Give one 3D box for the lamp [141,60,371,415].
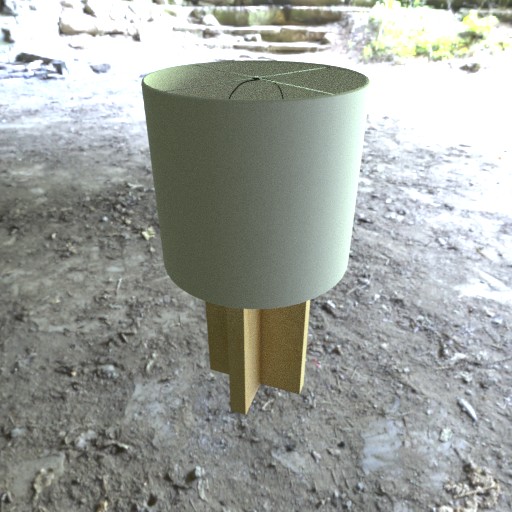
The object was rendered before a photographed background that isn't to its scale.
[{"bbox_3d":[0.000,0.000,0.561,0.229,0.428,0.229,11,33,17],"label":"lamp"}]
